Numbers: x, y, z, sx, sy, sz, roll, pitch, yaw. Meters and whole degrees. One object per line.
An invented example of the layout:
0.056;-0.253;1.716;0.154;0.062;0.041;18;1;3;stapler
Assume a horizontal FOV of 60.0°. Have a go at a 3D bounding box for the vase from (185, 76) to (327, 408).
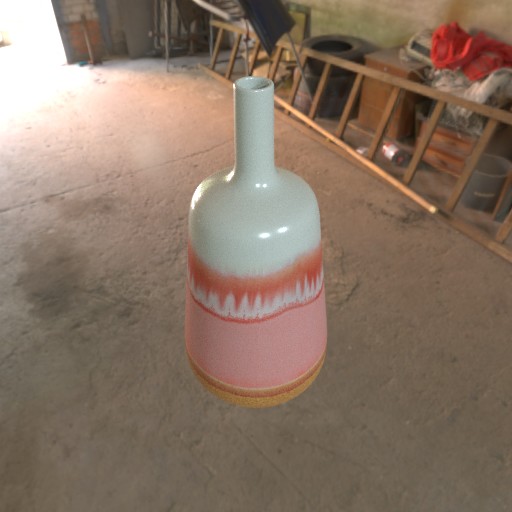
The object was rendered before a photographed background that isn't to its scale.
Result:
0.000;0.000;0.383;0.144;0.296;0.144;0;41;0;vase
